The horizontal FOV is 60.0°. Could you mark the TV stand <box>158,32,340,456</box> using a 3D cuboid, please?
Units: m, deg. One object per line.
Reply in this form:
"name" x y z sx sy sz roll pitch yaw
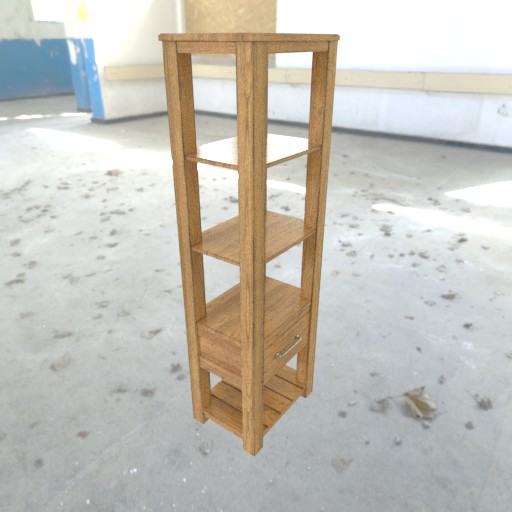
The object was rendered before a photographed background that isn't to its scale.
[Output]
"TV stand" 0.000 0.000 2.039 0.435 1.828 0.565 18 31 33
